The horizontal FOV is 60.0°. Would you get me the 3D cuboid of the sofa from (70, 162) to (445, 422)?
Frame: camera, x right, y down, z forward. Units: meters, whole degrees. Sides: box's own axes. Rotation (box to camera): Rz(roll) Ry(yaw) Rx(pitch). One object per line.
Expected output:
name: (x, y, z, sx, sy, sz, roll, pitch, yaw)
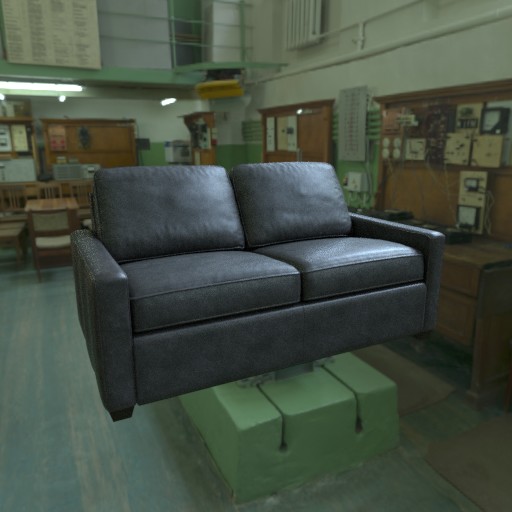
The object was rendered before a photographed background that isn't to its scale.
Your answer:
sofa: (0.000, 0.000, 2.311, 1.732, 0.916, 0.939, -7, 16, -26)
